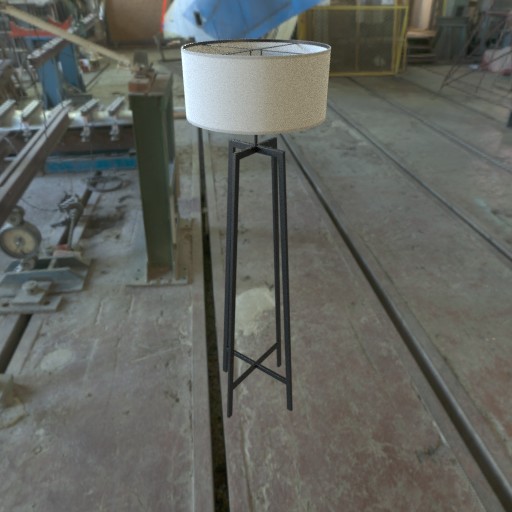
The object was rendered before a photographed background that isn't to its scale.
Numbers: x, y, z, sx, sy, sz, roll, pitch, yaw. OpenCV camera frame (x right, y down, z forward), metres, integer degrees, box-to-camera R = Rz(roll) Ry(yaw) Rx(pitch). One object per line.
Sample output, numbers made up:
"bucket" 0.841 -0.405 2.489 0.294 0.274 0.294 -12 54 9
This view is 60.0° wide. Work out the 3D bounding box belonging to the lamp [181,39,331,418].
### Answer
"lamp" 0.000 0.000 1.756 0.456 1.510 0.457 22 37 31
